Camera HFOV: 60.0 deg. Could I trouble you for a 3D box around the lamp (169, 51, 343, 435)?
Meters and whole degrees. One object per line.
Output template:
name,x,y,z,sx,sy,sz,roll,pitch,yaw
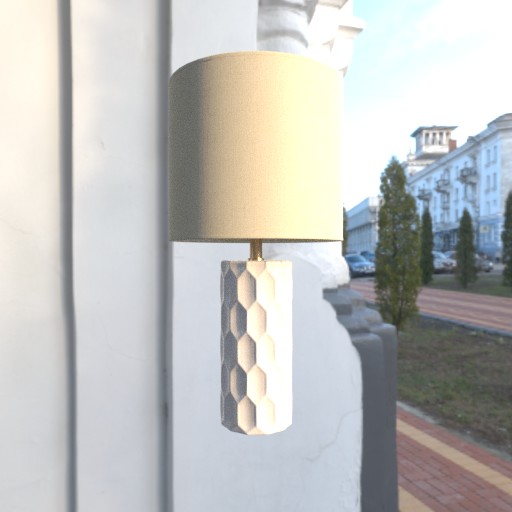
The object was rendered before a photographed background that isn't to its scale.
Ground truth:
lamp,0.000,0.000,0.717,0.277,0.537,0.277,0,0,-1
